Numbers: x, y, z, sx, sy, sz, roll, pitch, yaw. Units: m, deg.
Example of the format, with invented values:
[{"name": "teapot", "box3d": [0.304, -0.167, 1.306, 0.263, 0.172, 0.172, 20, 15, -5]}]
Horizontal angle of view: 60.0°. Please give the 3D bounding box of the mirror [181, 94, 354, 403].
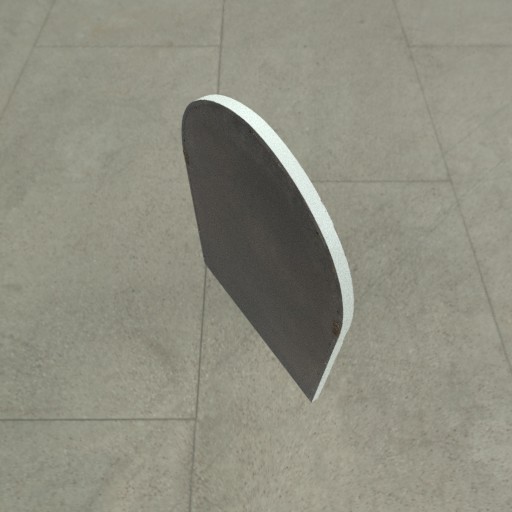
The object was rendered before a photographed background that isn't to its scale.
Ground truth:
[{"name": "mirror", "box3d": [0.000, 0.000, 1.208, 0.032, 0.920, 0.660, -31, 63, -18]}]
